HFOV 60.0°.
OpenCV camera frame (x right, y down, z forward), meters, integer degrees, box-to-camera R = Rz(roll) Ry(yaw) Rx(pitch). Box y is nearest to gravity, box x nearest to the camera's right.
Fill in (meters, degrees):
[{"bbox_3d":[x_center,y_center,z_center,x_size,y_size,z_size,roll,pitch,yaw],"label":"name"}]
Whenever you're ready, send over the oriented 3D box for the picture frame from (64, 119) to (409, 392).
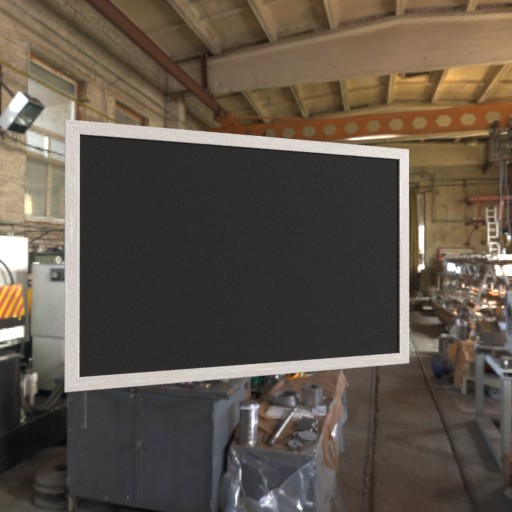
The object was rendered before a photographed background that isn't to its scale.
[{"bbox_3d":[0.000,0.000,1.197,0.950,0.640,0.029,0,0,-18],"label":"picture frame"}]
